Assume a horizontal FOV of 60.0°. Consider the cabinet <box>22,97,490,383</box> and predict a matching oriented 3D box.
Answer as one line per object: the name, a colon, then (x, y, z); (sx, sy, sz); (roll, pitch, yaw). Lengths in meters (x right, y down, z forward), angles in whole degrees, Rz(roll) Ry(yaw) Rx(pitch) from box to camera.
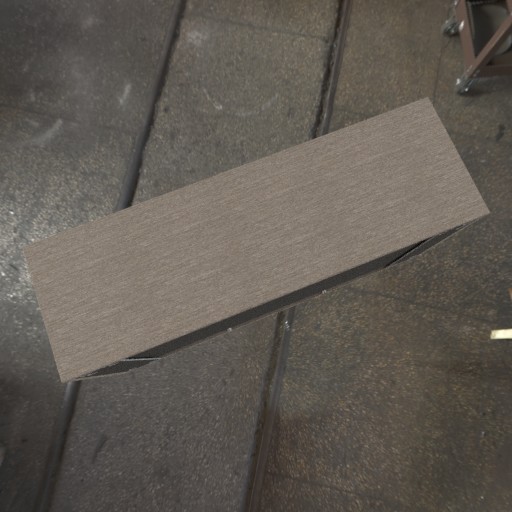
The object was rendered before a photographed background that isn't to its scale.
cabinet: (0.000, 0.000, 1.567); (1.194, 0.787, 0.405); (-21, 78, -5)
